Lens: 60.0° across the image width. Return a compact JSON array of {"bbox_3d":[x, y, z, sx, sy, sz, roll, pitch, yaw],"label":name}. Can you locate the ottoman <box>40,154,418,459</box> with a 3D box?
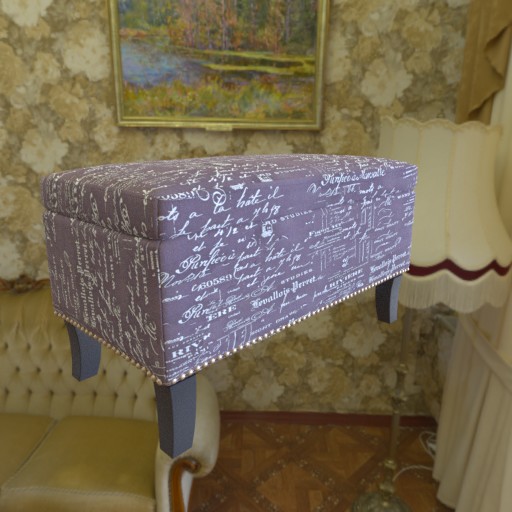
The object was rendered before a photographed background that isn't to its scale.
[{"bbox_3d":[0.000,0.000,1.043,0.406,0.457,0.813,15,21,42],"label":"ottoman"}]
